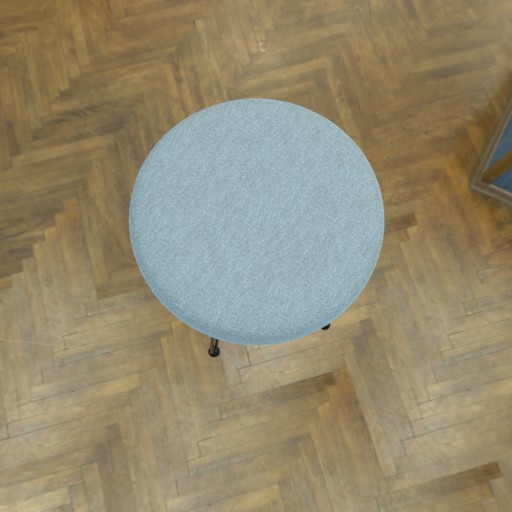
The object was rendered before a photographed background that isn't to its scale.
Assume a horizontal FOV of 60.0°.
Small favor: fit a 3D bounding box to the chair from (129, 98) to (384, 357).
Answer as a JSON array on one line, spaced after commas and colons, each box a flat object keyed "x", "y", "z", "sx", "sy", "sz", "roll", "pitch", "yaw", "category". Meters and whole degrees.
[{"x": 0.000, "y": 0.000, "z": 0.705, "sx": 0.350, "sy": 0.440, "sz": 0.350, "roll": 31, "pitch": 78, "yaw": 7, "category": "chair"}]
